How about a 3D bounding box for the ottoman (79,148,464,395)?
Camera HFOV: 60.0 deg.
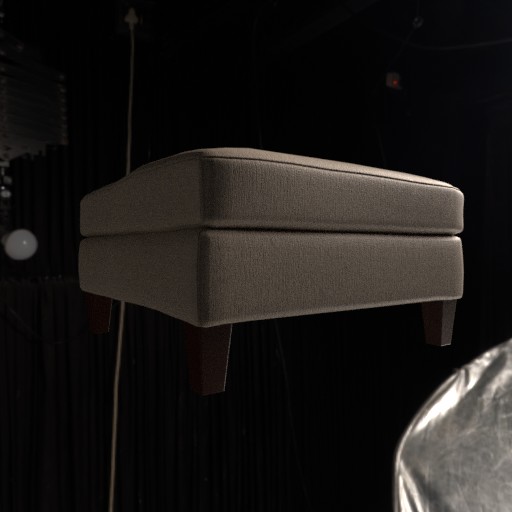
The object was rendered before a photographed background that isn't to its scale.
[{"bbox_3d":[0.000,0.000,1.312,0.838,0.481,0.838,-1,1,-35],"label":"ottoman"}]
